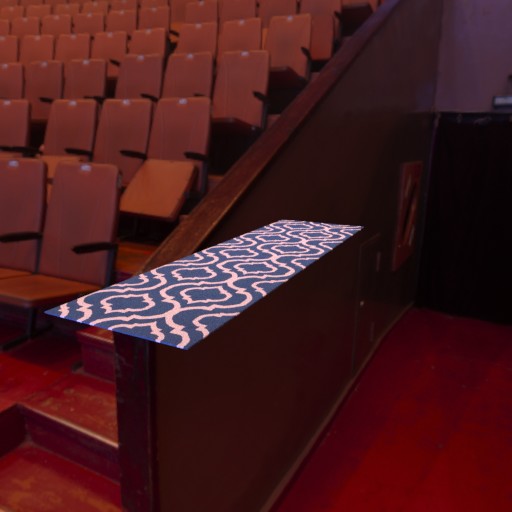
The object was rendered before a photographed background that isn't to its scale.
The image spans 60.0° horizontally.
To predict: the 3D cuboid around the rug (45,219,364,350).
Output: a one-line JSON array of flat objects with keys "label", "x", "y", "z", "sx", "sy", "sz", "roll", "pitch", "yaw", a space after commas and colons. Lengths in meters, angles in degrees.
[{"label": "rug", "x": 0.000, "y": 0.000, "z": 2.576, "sx": 0.685, "sy": 0.006, "sz": 2.296, "roll": 8, "pitch": 17, "yaw": 26}]
